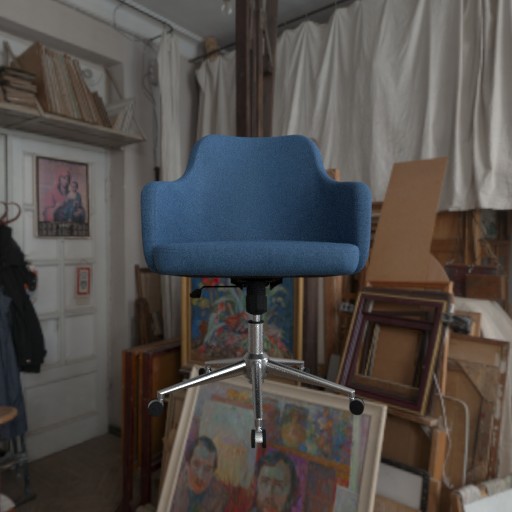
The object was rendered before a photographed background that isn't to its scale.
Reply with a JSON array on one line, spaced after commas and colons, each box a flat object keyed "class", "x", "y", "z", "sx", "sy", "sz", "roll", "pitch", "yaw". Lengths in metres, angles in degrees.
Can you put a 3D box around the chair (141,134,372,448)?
[{"class": "chair", "x": 0.000, "y": 0.000, "z": 1.264, "sx": 0.599, "sy": 0.820, "sz": 0.655, "roll": 0, "pitch": 1, "yaw": -1}]
